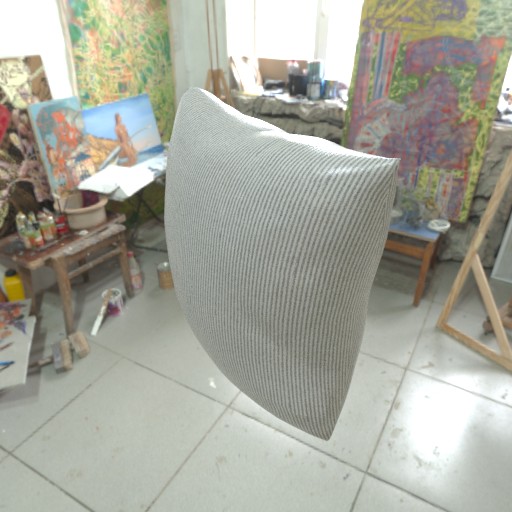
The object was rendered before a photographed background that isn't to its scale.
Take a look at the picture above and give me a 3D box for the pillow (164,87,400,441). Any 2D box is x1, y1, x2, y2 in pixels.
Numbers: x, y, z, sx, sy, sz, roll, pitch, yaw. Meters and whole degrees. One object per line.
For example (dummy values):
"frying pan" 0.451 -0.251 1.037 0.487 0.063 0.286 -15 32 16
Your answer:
"pillow" 0.000 0.000 0.687 0.310 0.432 0.387 0 31 0
